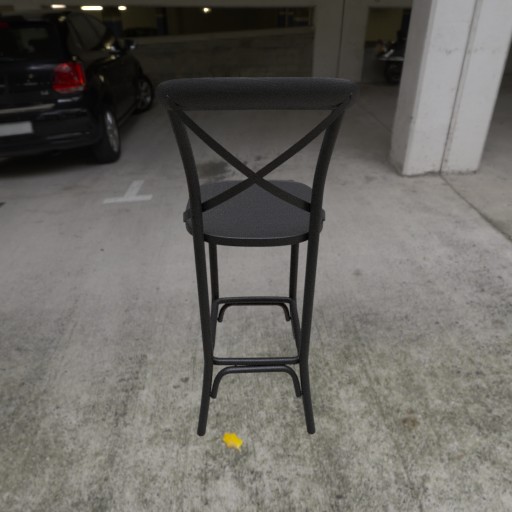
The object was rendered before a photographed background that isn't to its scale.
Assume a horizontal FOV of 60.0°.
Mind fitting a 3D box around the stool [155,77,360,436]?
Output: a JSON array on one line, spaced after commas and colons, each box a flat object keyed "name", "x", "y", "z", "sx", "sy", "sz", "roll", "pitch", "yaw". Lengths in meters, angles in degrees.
[{"name": "stool", "x": 0.000, "y": 0.000, "z": 1.448, "sx": 0.457, "sy": 1.168, "sz": 0.584, "roll": -1, "pitch": 30, "yaw": -1}]
